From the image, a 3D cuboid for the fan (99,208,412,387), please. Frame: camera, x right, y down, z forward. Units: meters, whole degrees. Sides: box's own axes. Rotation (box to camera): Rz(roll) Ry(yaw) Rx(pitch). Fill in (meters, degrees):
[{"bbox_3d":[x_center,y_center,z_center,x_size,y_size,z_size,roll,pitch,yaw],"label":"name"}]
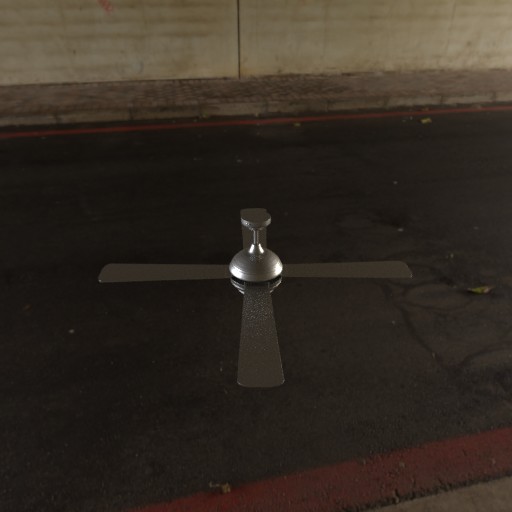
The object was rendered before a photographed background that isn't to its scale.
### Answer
[{"bbox_3d":[0.000,0.000,1.948,1.321,0.381,1.321,10,31,17],"label":"fan"}]
